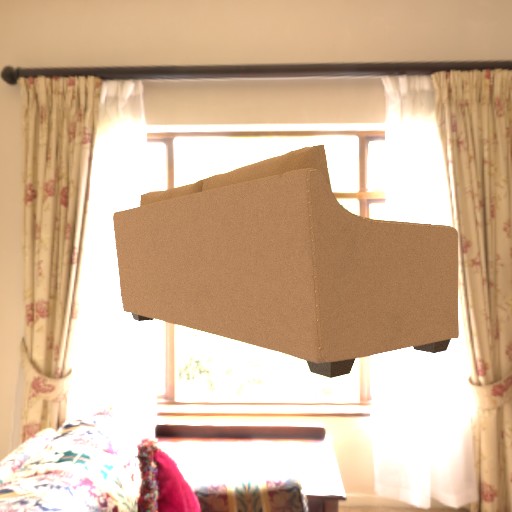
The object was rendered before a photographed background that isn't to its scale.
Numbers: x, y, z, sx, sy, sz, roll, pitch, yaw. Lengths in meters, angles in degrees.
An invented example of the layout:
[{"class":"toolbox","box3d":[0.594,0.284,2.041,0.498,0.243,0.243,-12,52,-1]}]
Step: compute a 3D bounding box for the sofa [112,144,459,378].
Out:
[{"class":"sofa","box3d":[0.000,0.000,2.610,1.030,0.901,1.967,0,0,-37]}]
